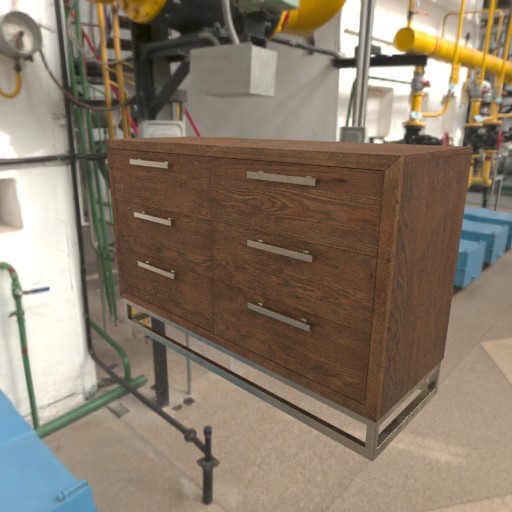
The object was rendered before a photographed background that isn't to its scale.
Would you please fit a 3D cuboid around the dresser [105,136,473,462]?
[{"bbox_3d":[0.000,0.000,2.134,1.646,1.061,0.623,15,23,41],"label":"dresser"}]
